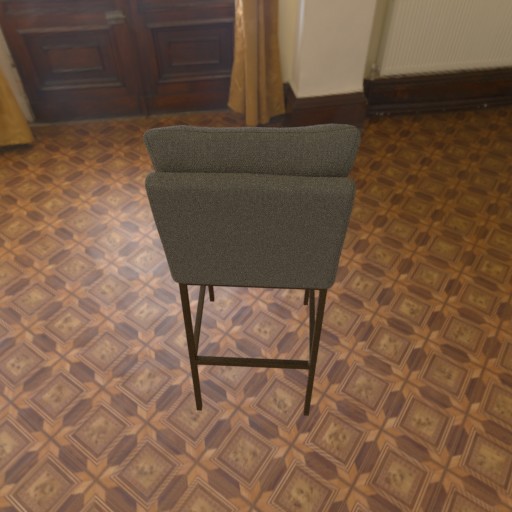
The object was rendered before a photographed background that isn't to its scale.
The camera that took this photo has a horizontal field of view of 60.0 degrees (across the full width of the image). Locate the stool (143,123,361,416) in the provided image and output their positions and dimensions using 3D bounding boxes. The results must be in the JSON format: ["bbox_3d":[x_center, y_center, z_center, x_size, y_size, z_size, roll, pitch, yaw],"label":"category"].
[{"bbox_3d":[0.000,0.000,1.427,0.463,1.132,0.569,2,46,2],"label":"stool"}]
